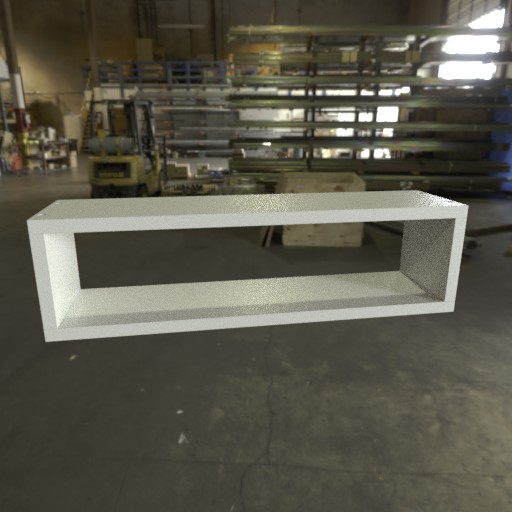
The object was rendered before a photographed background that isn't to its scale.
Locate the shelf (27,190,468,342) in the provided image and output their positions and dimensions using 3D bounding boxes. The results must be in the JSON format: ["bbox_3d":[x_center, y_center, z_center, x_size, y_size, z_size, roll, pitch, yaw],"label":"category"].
[{"bbox_3d":[0.000,0.000,0.700,0.610,0.170,0.150,-3,17,-9],"label":"shelf"}]
